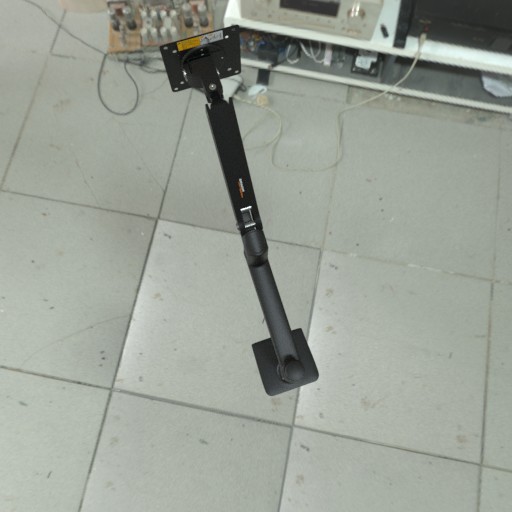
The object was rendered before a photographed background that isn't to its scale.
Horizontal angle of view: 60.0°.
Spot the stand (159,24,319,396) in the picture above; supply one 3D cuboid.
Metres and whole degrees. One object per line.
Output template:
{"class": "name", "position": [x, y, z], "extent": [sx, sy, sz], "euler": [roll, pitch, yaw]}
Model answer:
{"class": "stand", "position": [0.000, 0.000, 1.046], "extent": [0.152, 0.713, 0.650], "euler": [-18, 76, -5]}
